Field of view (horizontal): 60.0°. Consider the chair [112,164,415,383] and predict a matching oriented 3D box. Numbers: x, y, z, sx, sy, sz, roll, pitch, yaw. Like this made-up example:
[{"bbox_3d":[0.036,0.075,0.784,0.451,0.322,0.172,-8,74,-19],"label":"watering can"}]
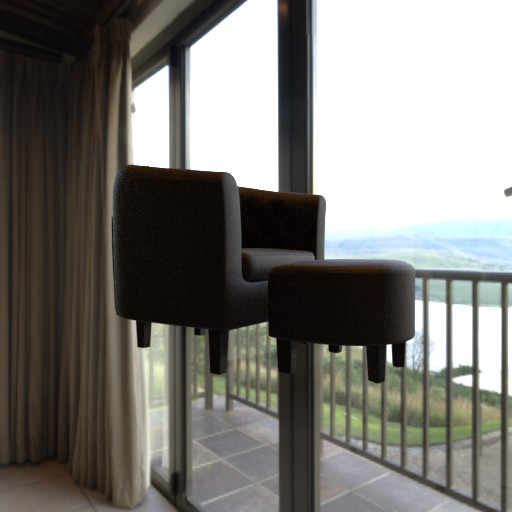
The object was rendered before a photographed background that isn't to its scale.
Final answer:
[{"bbox_3d":[0.000,0.000,1.721,1.191,0.760,0.763,0,0,35],"label":"chair"}]
